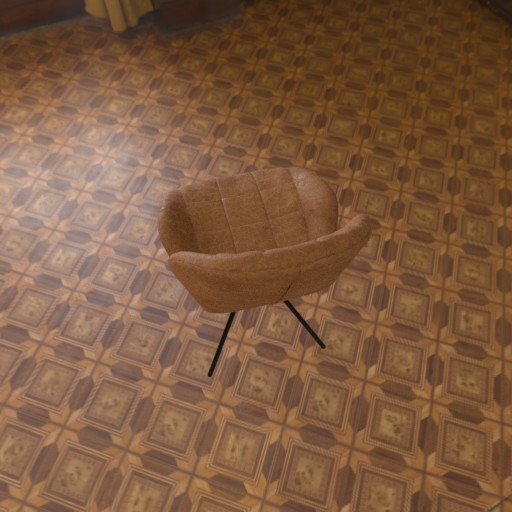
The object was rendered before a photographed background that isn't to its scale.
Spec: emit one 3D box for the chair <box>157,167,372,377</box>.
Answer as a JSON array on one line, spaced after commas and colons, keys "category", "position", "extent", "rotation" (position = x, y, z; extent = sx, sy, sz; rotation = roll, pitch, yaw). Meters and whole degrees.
[{"category": "chair", "position": [0.000, 0.000, 1.334], "extent": [0.527, 0.929, 0.640], "rotation": [-12, 59, -8]}]
